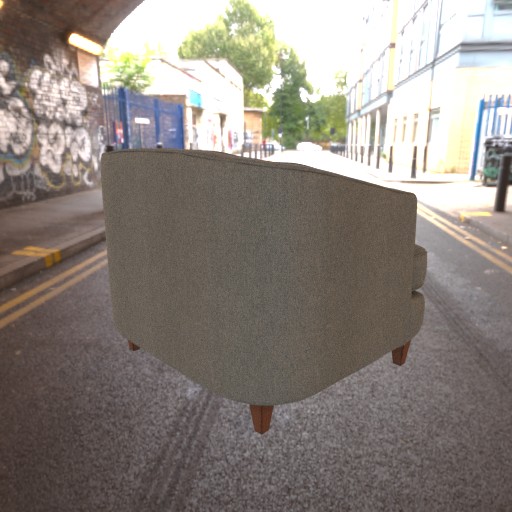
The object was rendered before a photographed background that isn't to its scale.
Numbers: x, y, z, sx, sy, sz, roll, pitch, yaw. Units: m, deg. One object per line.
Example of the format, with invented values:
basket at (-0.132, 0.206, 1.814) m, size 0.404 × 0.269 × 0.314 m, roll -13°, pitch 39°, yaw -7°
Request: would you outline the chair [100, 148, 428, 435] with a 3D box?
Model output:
chair at (0.000, 0.000, 1.786) m, size 0.945 × 0.852 × 1.094 m, roll -14°, pitch 20°, yaw -42°
